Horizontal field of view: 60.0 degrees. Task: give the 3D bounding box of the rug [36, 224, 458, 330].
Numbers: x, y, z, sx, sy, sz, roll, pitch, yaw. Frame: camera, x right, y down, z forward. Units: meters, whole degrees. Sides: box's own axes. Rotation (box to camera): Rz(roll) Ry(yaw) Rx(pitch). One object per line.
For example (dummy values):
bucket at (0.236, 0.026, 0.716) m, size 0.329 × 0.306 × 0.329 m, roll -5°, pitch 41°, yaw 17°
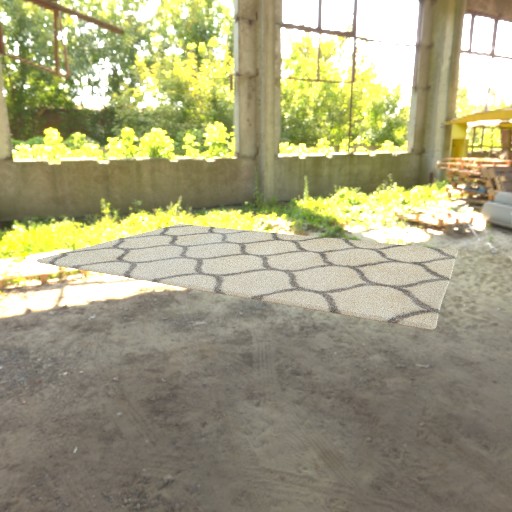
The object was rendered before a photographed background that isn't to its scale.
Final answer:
rug at (0.000, 0.000, 2.907) m, size 2.348 × 0.024 × 1.501 m, roll 7°, pitch 15°, yaw 26°
